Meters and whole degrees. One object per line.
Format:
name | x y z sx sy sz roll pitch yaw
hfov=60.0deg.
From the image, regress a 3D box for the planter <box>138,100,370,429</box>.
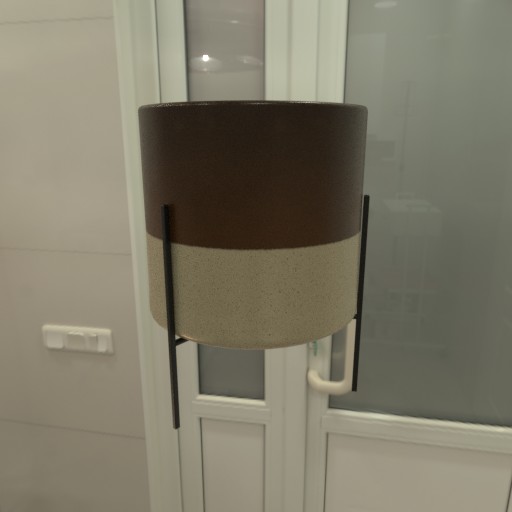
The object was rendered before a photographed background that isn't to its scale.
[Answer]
planter | 0.000 0.000 0.736 0.354 0.465 0.345 3 15 10
